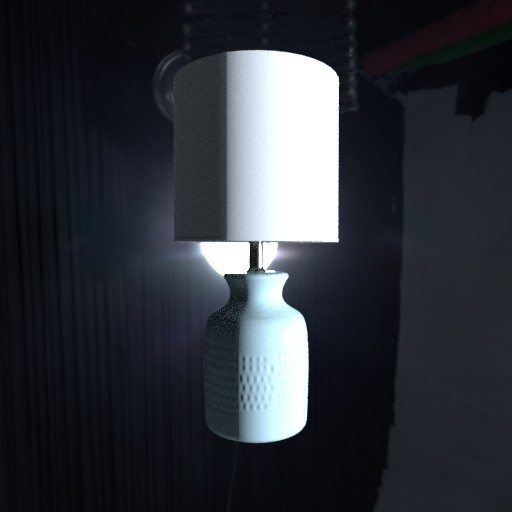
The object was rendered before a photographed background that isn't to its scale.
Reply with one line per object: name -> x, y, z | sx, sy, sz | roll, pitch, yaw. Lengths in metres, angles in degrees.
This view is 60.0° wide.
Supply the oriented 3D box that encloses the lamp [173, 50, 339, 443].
lamp -> 0.000, 0.000, 1.146 | 0.418, 0.871, 0.418 | -1, 1, -37
